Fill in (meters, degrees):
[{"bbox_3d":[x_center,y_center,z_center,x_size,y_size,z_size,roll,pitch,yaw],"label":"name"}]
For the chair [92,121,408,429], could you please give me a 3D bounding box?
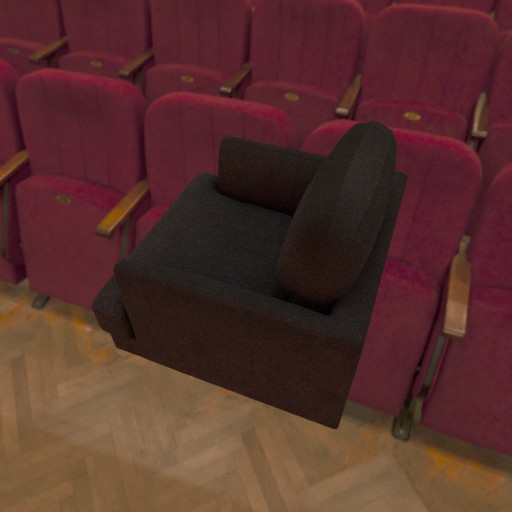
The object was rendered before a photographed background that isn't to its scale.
[{"bbox_3d":[0.000,0.000,1.648,0.899,0.957,0.858,16,48,15],"label":"chair"}]
